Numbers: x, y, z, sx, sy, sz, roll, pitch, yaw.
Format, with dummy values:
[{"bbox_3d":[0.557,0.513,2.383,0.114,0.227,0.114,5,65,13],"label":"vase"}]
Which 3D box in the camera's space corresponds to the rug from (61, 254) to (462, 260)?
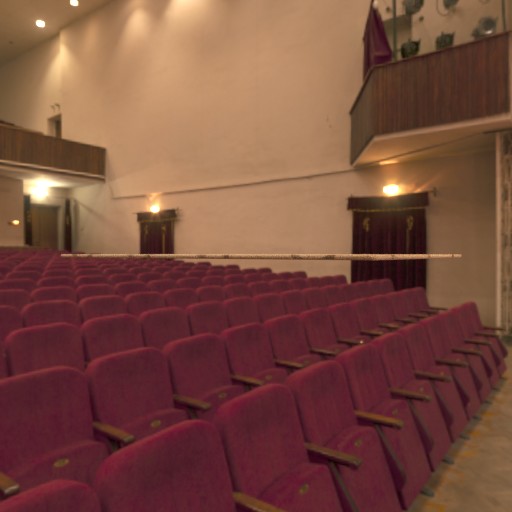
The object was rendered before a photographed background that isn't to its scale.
[{"bbox_3d":[0.000,0.000,3.565,2.701,0.026,1.801,0,0,37],"label":"rug"}]
